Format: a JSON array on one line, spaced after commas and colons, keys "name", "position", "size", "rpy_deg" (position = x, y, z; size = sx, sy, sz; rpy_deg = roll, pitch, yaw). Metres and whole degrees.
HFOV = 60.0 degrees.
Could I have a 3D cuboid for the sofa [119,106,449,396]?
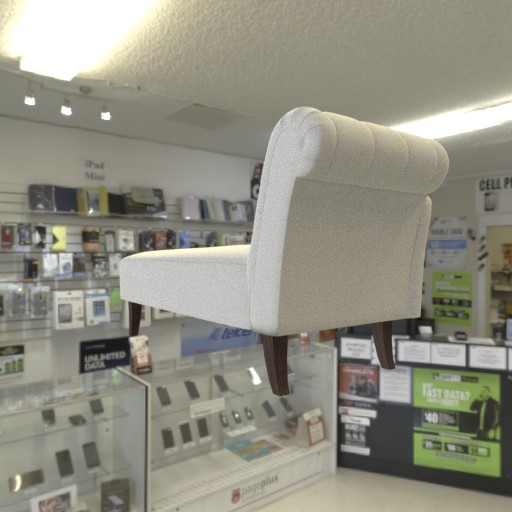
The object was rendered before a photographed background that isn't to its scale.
[{"name": "sofa", "position": [0.000, 0.000, 1.812], "size": [0.675, 0.787, 1.379], "rpy_deg": [0, 0, -36]}]
